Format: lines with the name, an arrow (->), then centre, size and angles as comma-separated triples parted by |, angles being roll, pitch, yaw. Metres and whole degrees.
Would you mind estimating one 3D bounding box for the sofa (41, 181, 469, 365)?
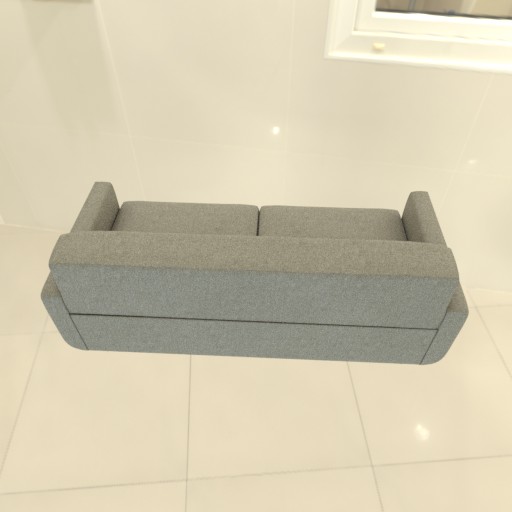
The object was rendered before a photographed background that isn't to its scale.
sofa -> 0.000, 0.000, 2.544 | 2.055, 0.873, 0.968 | 2, 47, 2
